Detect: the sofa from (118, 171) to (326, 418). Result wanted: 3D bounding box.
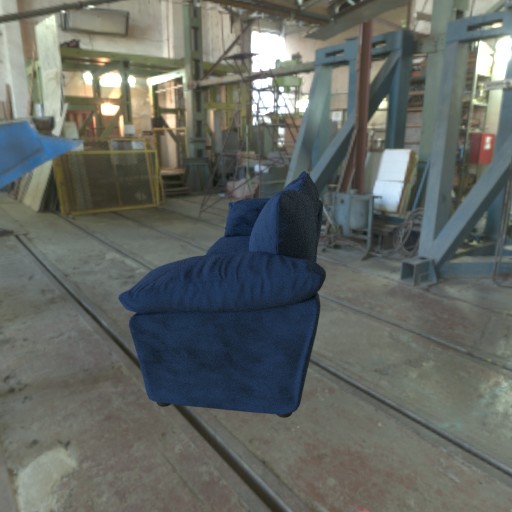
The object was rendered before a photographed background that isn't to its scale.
[{"bbox_3d":[0.000,0.000,2.982,0.907,1.091,2.390,2,15,8],"label":"sofa"}]
